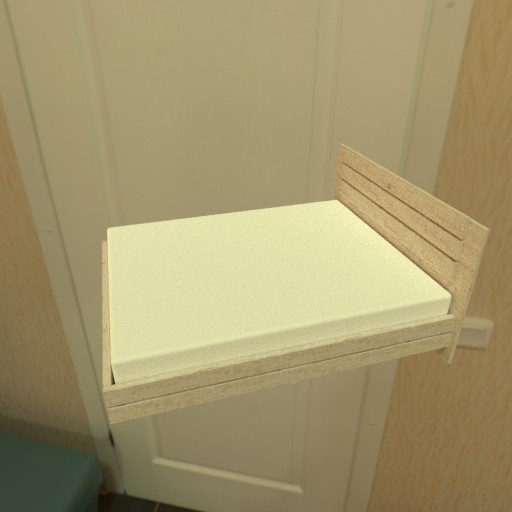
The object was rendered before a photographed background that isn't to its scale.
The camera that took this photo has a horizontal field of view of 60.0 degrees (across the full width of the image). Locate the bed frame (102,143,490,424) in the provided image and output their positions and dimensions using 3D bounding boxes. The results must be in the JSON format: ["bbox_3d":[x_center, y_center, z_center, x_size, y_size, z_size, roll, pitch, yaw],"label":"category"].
[{"bbox_3d":[0.000,0.000,3.062,2.080,0.970,1.750,-9,31,-15],"label":"bed frame"}]
